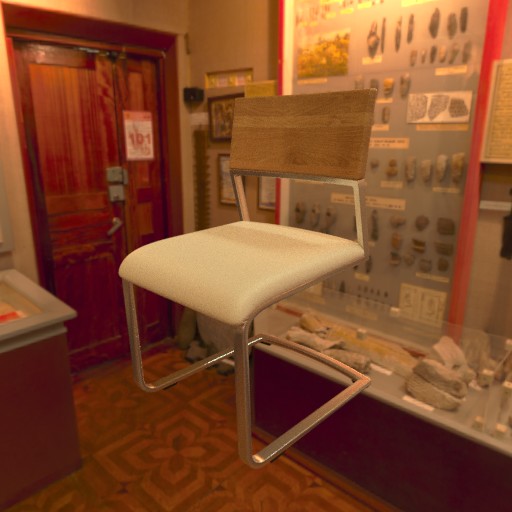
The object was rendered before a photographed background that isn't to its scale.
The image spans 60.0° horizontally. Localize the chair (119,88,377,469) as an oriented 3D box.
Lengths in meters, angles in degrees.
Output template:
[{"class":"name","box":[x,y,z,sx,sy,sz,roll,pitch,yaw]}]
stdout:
[{"class":"chair","box":[0.000,0.000,1.198,0.467,0.844,0.585,15,22,42]}]
